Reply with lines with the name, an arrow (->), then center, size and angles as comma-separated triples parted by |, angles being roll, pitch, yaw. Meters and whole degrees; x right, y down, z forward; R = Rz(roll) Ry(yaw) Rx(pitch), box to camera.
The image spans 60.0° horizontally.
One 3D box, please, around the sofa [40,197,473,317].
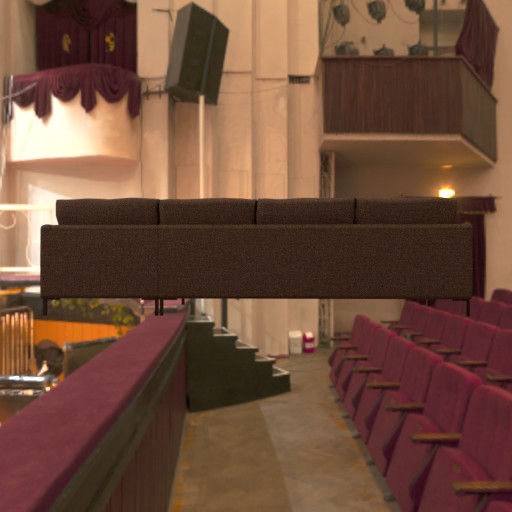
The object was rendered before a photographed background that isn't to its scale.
sofa -> 0.000, 0.000, 3.953 | 3.221, 0.892, 1.483 | 0, 0, 1
